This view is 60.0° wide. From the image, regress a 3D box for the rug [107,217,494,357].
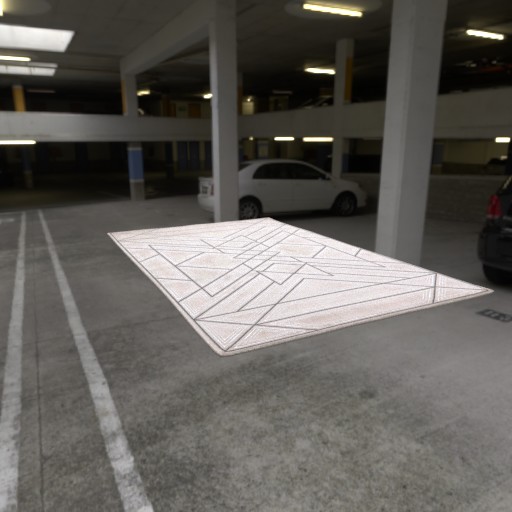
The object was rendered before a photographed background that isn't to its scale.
[{"bbox_3d":[0.000,0.000,3.044,1.575,0.023,2.459,-8,17,-26],"label":"rug"}]
